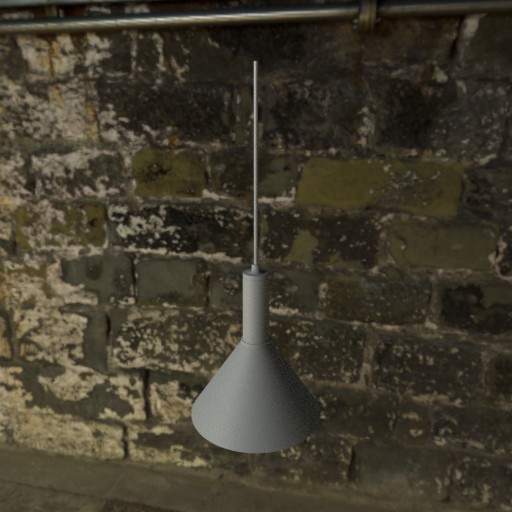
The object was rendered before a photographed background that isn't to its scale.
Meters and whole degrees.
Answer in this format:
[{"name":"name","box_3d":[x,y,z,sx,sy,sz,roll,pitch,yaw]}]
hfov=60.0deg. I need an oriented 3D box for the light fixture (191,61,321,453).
[{"name":"light fixture","box_3d":[0.000,0.000,0.839,0.267,0.683,0.267,7,17,25]}]
